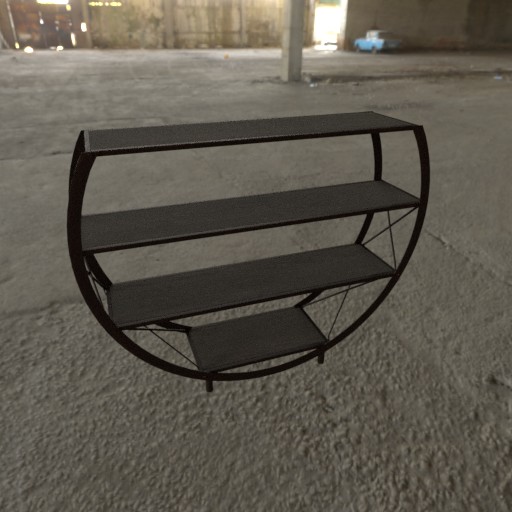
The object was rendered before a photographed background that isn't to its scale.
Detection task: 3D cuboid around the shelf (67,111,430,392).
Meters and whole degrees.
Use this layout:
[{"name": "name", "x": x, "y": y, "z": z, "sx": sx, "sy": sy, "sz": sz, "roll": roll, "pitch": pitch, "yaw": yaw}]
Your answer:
[{"name": "shelf", "x": 0.000, "y": 0.000, "z": 1.875, "sx": 1.403, "sy": 1.063, "sz": 0.344, "roll": -9, "pitch": 29, "yaw": -17}]
